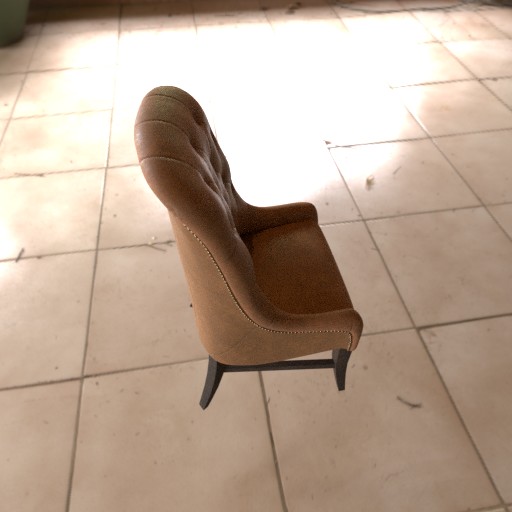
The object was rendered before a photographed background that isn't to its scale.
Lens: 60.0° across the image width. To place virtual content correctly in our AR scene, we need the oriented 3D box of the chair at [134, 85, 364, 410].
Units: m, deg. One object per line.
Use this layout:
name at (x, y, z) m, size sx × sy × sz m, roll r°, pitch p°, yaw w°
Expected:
chair at (0.000, 0.000, 1.538) m, size 0.629 × 1.091 × 0.634 m, roll -8°, pitch 47°, yaw -7°
